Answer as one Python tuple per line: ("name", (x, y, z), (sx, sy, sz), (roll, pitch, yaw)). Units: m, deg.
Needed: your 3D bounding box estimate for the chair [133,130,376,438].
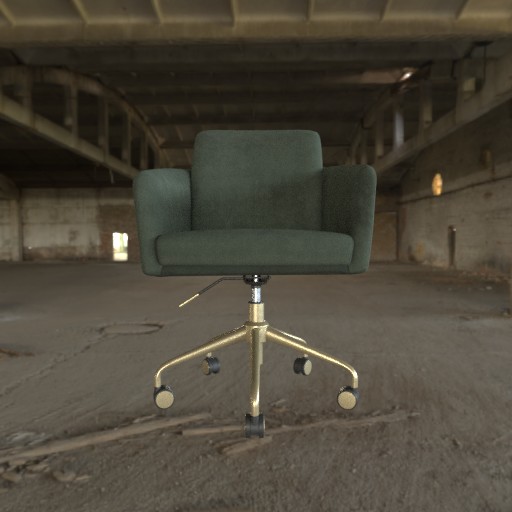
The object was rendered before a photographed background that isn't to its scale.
("chair", (0.000, 0.000, 1.381), (0.641, 0.908, 0.635), (0, 2, 1))
